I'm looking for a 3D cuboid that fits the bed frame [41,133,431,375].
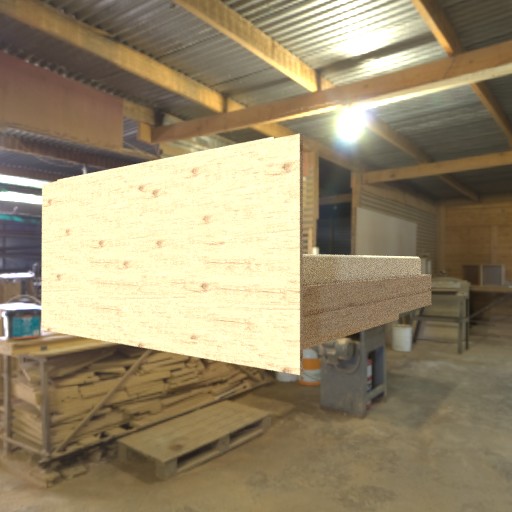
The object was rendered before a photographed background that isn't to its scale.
[{"bbox_3d":[0.000,0.000,3.163,1.950,0.970,2.080,0,-1,36],"label":"bed frame"}]
